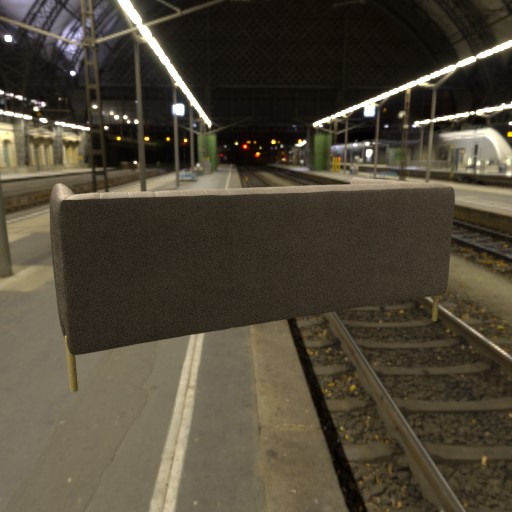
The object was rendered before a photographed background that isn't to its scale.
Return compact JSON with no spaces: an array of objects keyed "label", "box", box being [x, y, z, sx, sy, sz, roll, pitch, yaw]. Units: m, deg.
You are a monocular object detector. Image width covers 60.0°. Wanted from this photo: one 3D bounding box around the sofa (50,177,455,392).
[{"label":"sofa","box":[0.000,0.000,2.376,1.980,0.780,0.876,-6,14,-24]}]
